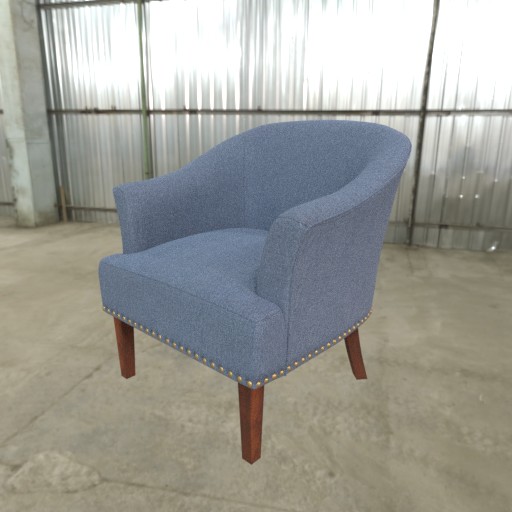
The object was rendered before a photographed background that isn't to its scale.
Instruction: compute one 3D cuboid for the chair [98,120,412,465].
[{"bbox_3d":[0.000,0.000,1.365,0.772,0.815,0.704,14,21,41],"label":"chair"}]
